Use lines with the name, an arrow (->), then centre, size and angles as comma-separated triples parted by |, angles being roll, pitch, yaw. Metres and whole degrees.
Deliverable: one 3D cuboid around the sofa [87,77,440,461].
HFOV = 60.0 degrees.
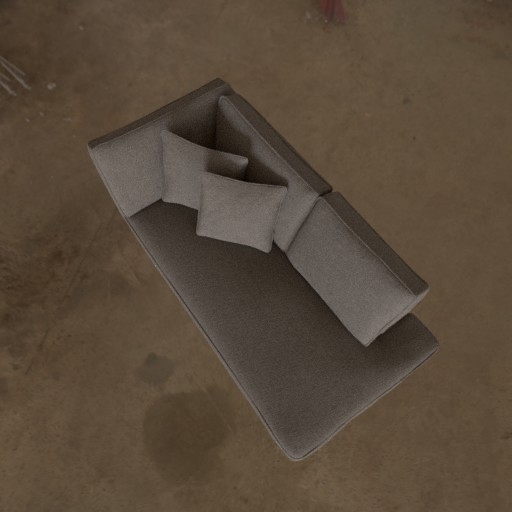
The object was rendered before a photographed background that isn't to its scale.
sofa -> 0.000, 0.000, 2.831 | 1.110, 1.033, 2.237 | -33, 69, -15
